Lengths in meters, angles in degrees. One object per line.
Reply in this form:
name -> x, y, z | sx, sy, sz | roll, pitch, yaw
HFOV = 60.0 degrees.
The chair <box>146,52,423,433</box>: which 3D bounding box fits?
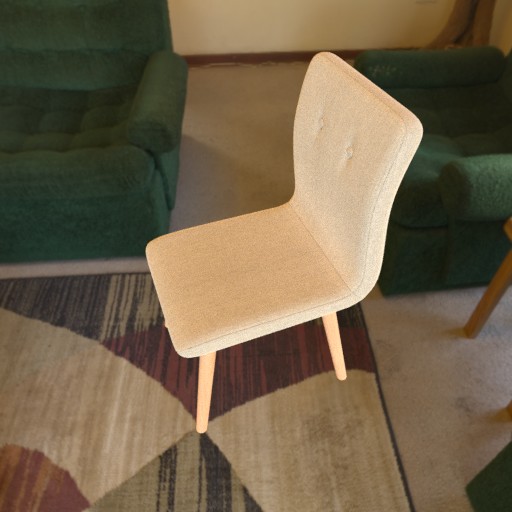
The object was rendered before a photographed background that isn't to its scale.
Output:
chair -> 0.000, 0.000, 1.197 | 0.550, 0.885, 0.435 | -16, 47, -15
